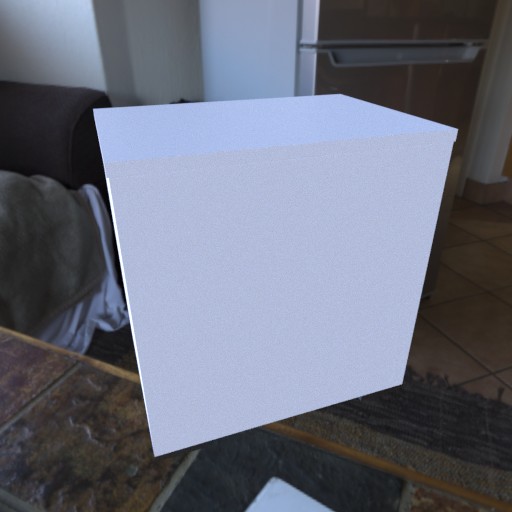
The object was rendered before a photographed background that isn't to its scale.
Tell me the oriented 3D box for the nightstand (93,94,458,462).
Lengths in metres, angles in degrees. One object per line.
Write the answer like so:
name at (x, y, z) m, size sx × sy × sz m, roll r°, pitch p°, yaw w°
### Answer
nightstand at (0.000, 0.000, 0.755) m, size 0.441 × 0.460 × 0.325 m, roll -10°, pitch 30°, yaw -17°
